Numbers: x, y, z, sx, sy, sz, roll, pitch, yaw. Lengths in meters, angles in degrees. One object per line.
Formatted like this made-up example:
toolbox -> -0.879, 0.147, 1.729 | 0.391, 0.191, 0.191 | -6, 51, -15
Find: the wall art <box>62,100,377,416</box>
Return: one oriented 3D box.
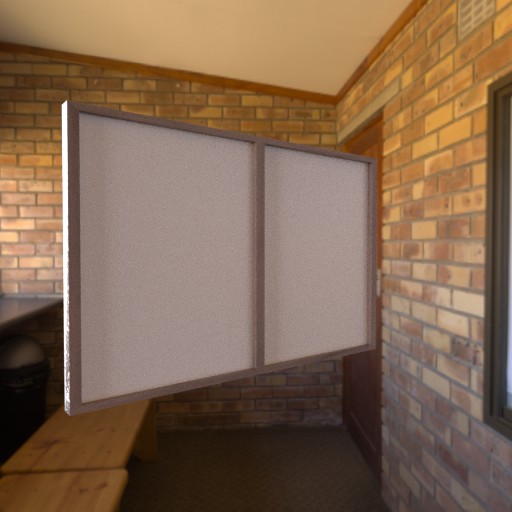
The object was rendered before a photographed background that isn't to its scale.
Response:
wall art -> 0.000, 0.000, 1.131 | 0.919, 0.598, 0.038 | -1, 2, -37
